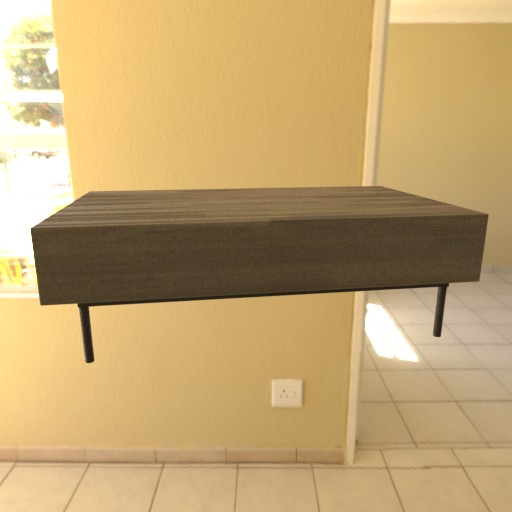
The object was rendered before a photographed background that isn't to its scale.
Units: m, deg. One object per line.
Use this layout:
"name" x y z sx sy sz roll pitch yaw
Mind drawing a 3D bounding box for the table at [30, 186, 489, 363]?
"table" 0.000 0.000 1.386 1.088 0.347 0.643 -2 16 -9
